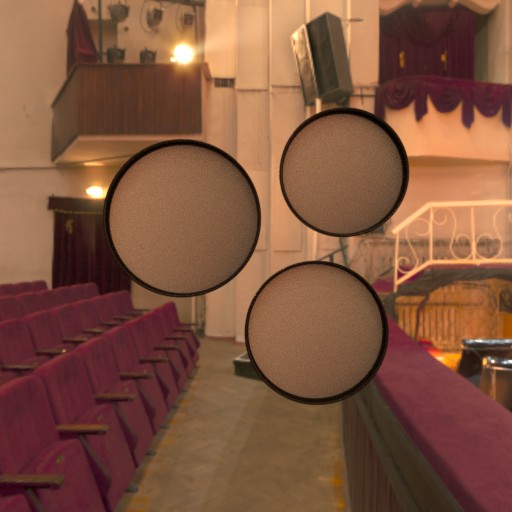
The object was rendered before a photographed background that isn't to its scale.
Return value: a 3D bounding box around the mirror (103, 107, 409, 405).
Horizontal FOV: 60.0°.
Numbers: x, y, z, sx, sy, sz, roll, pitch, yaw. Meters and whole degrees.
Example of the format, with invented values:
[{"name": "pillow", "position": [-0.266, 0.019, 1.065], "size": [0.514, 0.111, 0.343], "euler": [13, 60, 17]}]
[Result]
[{"name": "mirror", "position": [0.000, 0.000, 3.155], "size": [2.160, 2.096, 0.076], "euler": [0, 0, 0]}]
